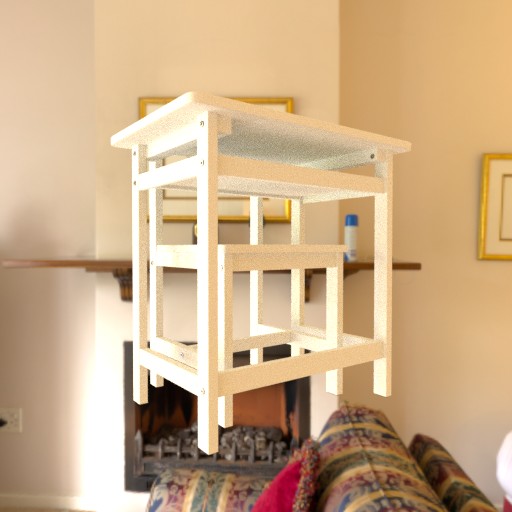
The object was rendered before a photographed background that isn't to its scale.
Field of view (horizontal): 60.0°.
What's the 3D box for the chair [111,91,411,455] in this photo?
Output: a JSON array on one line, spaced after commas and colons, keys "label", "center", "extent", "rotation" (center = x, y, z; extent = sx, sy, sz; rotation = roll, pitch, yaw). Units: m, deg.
[{"label": "chair", "center": [0.000, 0.000, 1.066], "extent": [0.599, 0.673, 0.461], "rotation": [-1, 1, -37]}]
